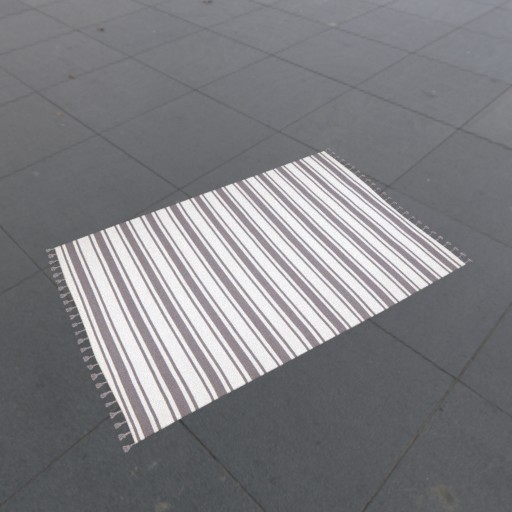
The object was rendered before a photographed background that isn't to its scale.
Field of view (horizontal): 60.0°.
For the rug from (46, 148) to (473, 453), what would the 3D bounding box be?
[{"bbox_3d":[0.000,0.000,2.965,2.425,0.014,1.563,-23,51,-21],"label":"rug"}]
